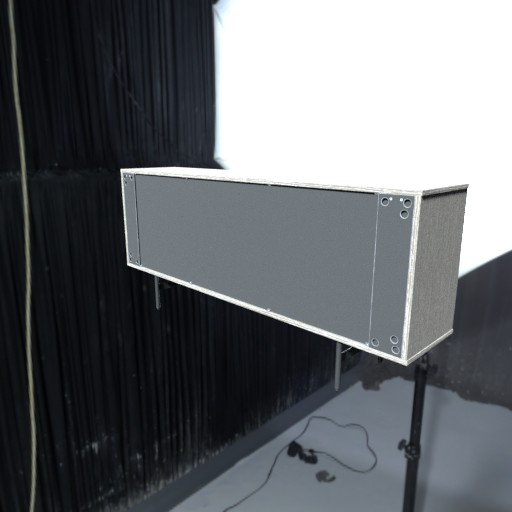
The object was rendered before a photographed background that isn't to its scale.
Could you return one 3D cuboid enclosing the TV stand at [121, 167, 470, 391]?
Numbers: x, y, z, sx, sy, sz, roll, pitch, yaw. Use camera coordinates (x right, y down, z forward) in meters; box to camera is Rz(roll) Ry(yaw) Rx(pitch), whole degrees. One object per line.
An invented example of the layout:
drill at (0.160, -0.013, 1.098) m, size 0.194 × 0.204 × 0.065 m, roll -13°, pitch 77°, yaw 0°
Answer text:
TV stand at (0.000, 0.000, 2.168) m, size 0.405 × 0.787 × 1.804 m, roll -13°, pitch 19°, yaw -43°
